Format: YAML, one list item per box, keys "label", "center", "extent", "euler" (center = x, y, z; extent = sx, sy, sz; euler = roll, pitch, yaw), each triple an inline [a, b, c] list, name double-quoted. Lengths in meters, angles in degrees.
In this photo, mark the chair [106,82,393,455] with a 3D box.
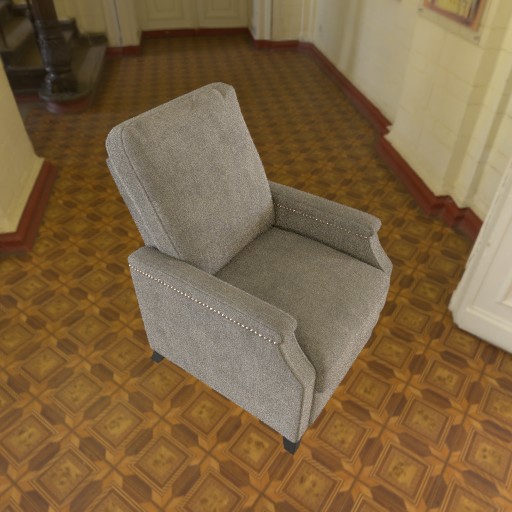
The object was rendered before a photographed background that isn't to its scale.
- label: "chair"
  center: [0.000, 0.000, 1.692]
  extent: [0.922, 1.049, 0.710]
  euler: [25, 46, 26]
